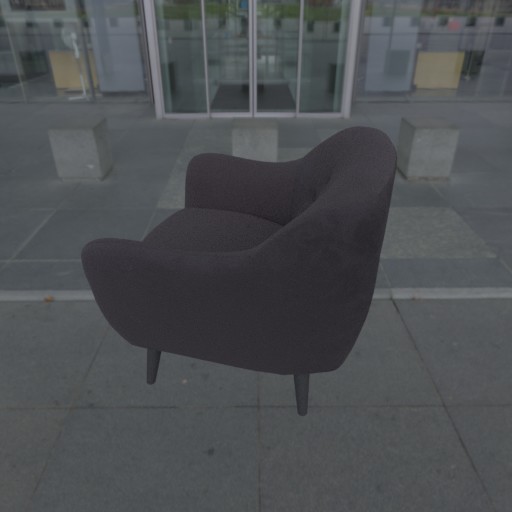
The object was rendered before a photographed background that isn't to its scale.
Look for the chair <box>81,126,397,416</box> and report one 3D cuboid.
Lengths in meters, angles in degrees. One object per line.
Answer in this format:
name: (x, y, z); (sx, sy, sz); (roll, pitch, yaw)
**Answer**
chair: (0.000, 0.000, 1.522); (0.819, 0.807, 0.840); (7, 31, 12)
